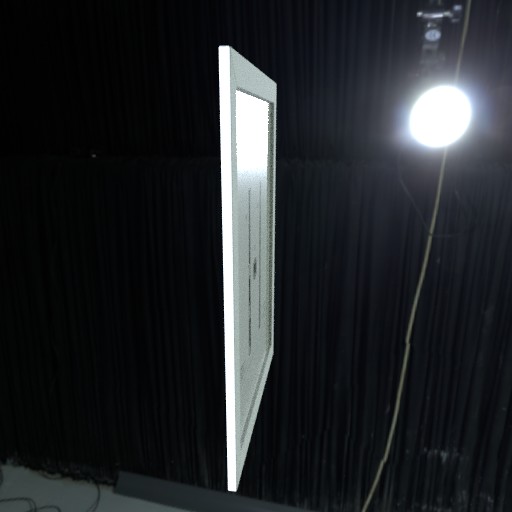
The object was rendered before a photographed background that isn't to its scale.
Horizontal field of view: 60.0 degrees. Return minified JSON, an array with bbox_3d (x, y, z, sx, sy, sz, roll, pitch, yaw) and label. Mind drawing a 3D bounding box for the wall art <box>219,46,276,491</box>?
[{"bbox_3d":[0.000,0.000,0.679,0.012,0.529,0.374,3,16,9],"label":"wall art"}]
